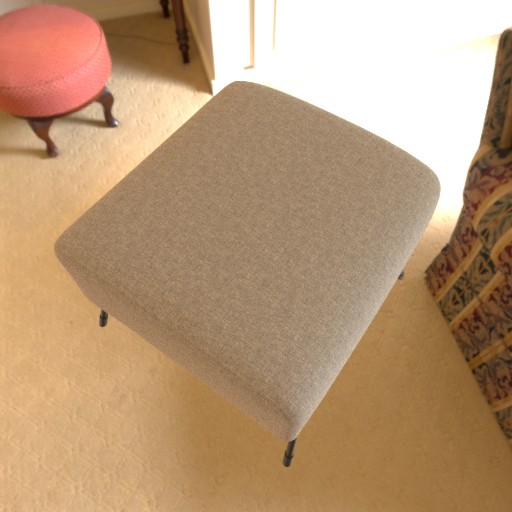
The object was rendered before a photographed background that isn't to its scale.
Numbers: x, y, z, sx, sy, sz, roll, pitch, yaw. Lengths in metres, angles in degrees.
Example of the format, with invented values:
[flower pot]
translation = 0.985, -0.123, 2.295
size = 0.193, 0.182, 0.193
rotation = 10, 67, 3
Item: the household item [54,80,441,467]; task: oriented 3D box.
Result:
[household item]
translation = 0.000, 0.000, 0.889
size = 0.530, 0.410, 0.530
rotation = 31, 64, 17
